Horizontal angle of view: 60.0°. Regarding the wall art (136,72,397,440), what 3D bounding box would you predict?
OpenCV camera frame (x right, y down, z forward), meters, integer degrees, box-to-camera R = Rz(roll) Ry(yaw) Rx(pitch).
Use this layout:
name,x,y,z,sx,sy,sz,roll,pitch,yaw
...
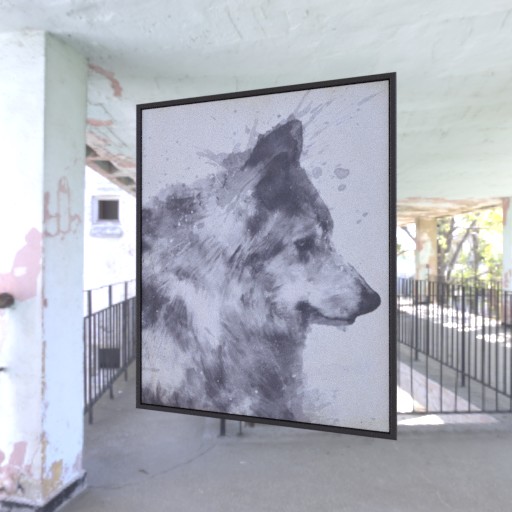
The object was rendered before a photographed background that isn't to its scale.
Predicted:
name,x,y,z,sx,sy,sz,roll,pitch,yaw
wall art,0.000,0.000,0.745,0.451,0.551,0.028,0,0,18
